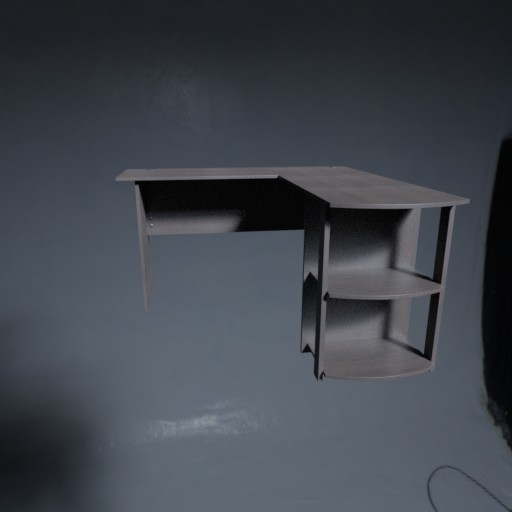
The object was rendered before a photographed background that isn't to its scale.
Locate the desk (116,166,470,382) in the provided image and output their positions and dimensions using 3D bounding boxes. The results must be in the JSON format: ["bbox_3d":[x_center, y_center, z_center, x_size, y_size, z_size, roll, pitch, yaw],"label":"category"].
[{"bbox_3d":[0.000,0.000,2.119,1.303,0.716,1.361,-3,17,-8],"label":"desk"}]
